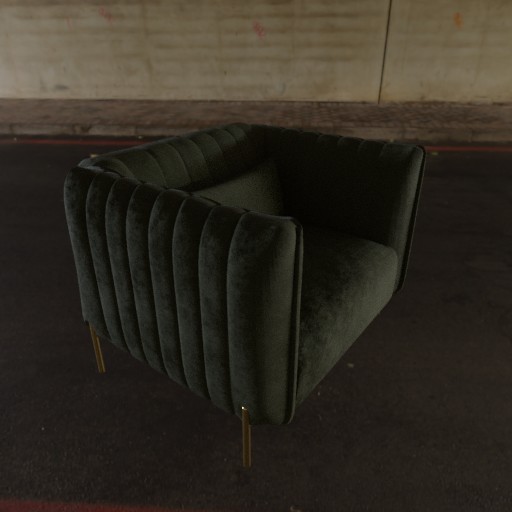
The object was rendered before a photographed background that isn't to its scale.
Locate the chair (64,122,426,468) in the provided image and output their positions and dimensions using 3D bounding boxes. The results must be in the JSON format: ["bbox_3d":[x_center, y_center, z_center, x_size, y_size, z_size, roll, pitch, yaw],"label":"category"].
[{"bbox_3d":[0.000,0.000,1.654,0.877,0.794,1.032,18,33,32],"label":"chair"}]
